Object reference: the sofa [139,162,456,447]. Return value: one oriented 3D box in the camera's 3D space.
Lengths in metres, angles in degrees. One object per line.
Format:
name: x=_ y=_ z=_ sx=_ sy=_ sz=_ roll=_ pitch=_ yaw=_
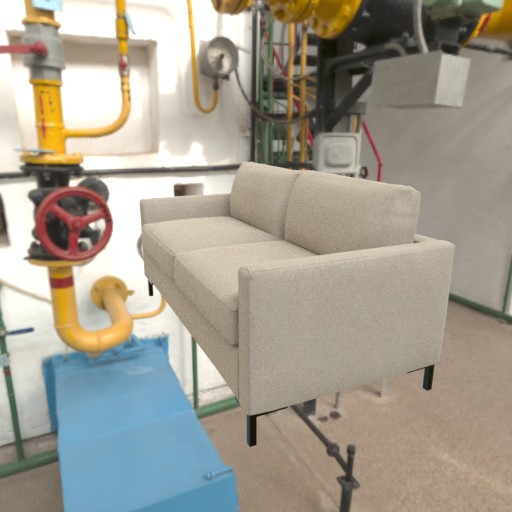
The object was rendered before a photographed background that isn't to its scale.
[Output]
sofa: x=0.000 y=0.000 z=2.233 sx=0.875 sy=0.840 sz=1.682 roll=-7 pitch=17 yaw=-24
